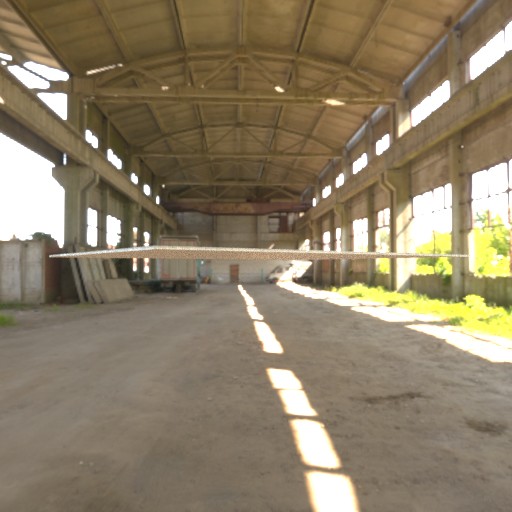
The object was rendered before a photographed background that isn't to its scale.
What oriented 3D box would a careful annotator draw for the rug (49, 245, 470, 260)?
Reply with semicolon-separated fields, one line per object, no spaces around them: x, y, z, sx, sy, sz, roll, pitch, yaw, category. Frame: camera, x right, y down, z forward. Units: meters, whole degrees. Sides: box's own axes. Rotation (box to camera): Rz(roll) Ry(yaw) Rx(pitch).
0.000;0.000;4.084;3.038;0.019;2.420;1;-2;-36;rug
